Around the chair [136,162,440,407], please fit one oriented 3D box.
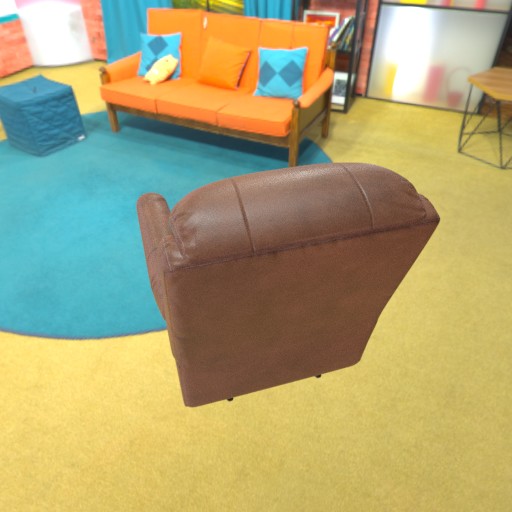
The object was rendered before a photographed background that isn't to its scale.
[{"bbox_3d":[0.000,0.000,1.741,0.838,1.054,1.014,-11,41,-13],"label":"chair"}]
